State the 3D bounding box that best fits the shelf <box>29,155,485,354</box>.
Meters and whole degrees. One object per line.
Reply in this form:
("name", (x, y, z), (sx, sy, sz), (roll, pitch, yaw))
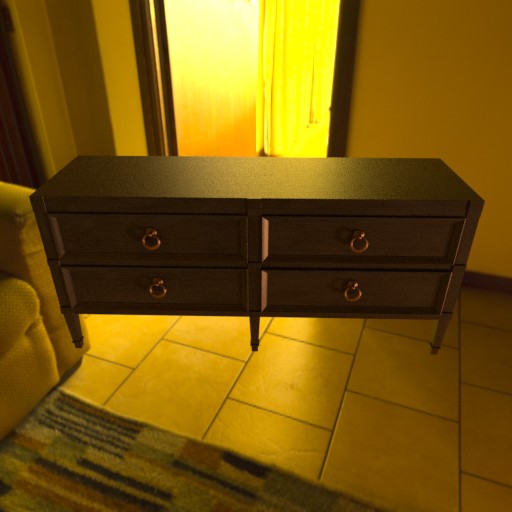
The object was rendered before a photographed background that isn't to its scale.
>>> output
("shelf", (0.000, 0.000, 1.903), (1.575, 0.719, 0.479), (1, 30, 1))
